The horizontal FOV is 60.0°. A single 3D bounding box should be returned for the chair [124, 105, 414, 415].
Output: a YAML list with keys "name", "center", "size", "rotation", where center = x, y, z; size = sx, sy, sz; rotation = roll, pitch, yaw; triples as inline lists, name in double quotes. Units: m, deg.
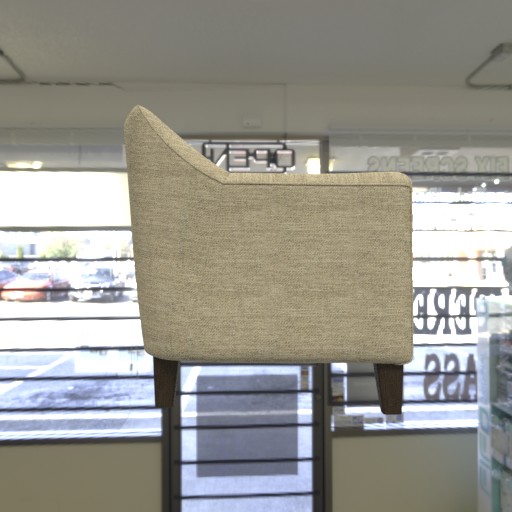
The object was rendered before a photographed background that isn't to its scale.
- name: "chair"
  center: [0.000, 0.000, 1.422]
  size: [0.758, 0.761, 0.796]
  rotation: [0, -1, 0]
